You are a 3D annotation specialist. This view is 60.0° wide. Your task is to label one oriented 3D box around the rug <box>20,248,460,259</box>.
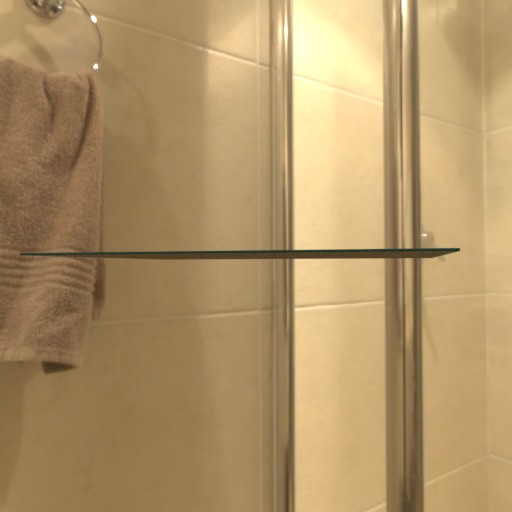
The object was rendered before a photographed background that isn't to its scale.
[{"bbox_3d":[0.000,0.000,2.851,2.213,0.013,1.594,0,-1,18],"label":"rug"}]
